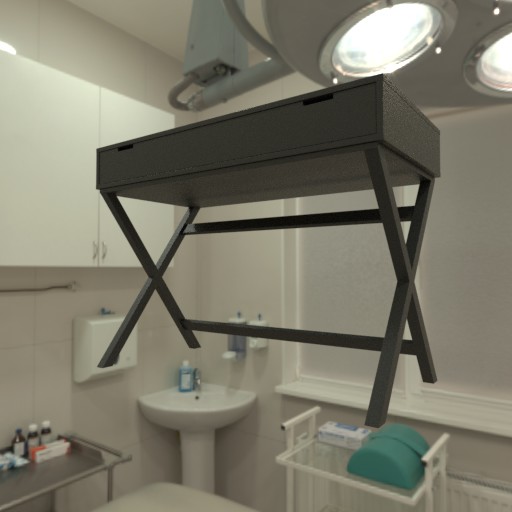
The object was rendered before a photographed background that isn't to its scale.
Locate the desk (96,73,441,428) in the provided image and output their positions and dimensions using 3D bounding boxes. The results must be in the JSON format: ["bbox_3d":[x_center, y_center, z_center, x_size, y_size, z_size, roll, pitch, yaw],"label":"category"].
[{"bbox_3d":[0.000,0.000,1.481,1.057,0.780,0.504,-1,-2,36],"label":"desk"}]
